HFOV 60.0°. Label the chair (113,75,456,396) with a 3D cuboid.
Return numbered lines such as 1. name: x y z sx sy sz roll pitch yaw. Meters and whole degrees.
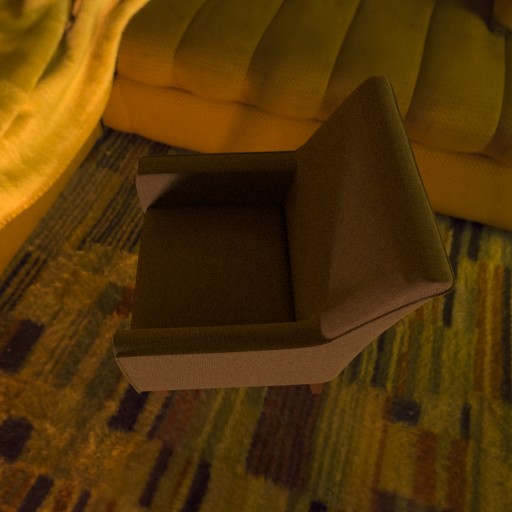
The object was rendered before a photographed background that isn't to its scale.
1. chair: 0.000 0.000 1.567 0.899 0.919 0.780 -2 58 -1
